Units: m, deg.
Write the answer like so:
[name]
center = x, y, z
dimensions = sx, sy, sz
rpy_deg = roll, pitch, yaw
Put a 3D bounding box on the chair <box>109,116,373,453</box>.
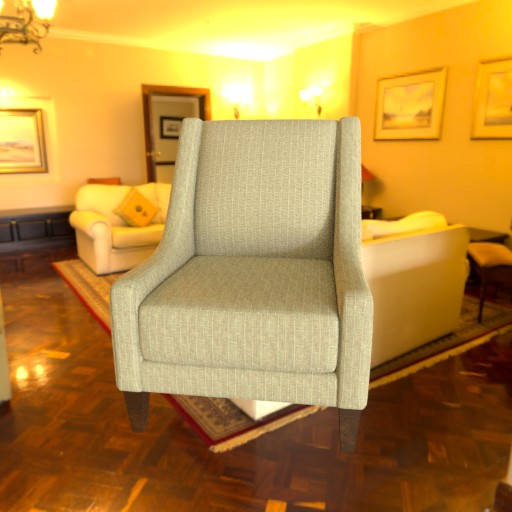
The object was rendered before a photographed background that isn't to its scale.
[chair]
center = 0.000, 0.000, 1.620
dimensions = 0.774, 1.014, 0.870
rpy_deg = 2, 14, 8
